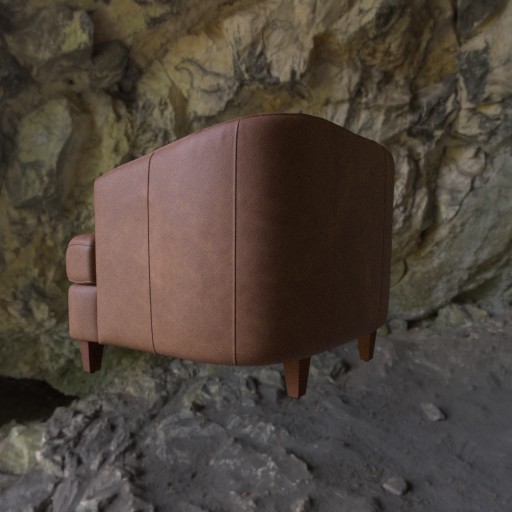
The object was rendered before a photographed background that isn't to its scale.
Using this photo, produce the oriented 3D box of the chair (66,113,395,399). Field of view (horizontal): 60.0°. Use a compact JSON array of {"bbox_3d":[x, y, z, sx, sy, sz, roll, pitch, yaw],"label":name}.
[{"bbox_3d":[0.000,0.000,1.754,0.911,0.836,1.119,1,2,37],"label":"chair"}]
